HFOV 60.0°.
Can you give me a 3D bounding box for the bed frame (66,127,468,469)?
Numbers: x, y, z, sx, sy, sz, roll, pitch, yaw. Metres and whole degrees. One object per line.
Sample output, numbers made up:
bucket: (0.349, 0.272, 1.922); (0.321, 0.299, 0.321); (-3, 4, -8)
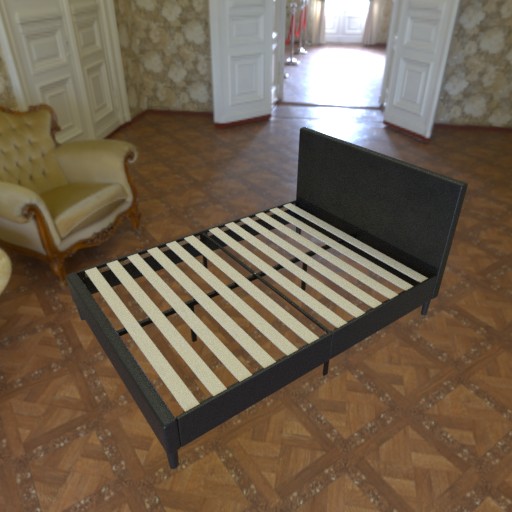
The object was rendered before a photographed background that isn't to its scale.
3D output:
bed frame: (0.000, 0.000, 3.232); (2.318, 1.127, 1.634); (-21, 38, -30)
